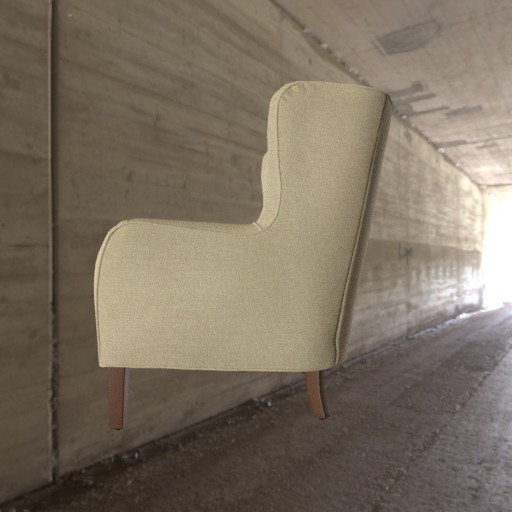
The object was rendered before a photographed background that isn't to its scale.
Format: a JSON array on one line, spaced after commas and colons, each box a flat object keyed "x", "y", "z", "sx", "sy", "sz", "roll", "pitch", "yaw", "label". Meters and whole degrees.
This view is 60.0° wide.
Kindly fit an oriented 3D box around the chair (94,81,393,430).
[{"x": 0.000, "y": 0.000, "z": 1.692, "sx": 0.966, "sy": 1.040, "sz": 0.838, "roll": 0, "pitch": 0, "yaw": 0, "label": "chair"}]
